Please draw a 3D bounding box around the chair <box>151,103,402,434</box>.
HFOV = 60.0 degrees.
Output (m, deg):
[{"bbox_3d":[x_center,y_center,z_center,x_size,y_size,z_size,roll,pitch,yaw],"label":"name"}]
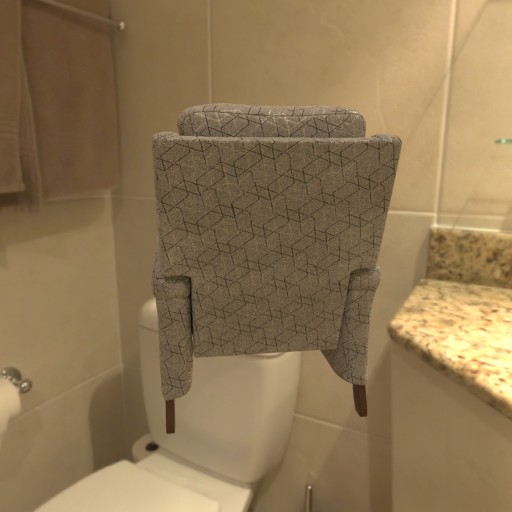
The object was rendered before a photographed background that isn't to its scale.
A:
[{"bbox_3d":[0.000,0.000,1.732,0.753,1.048,0.987,-2,12,-8],"label":"chair"}]
